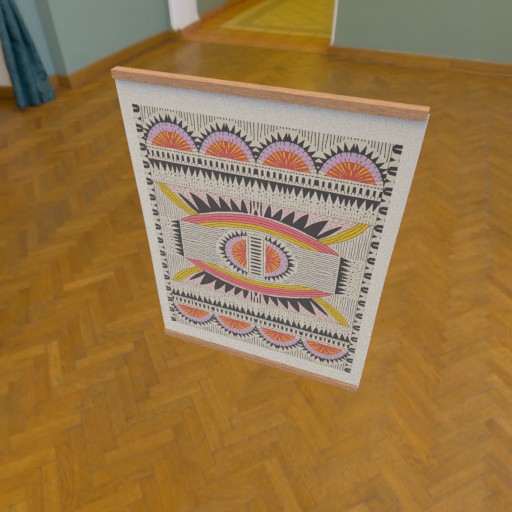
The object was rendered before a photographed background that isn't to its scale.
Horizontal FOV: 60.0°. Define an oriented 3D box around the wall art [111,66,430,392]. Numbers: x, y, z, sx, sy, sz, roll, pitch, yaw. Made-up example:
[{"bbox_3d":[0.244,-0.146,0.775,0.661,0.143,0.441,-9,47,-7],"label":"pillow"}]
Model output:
[{"bbox_3d":[0.000,0.000,1.340,0.765,1.016,0.028,13,42,15],"label":"wall art"}]
